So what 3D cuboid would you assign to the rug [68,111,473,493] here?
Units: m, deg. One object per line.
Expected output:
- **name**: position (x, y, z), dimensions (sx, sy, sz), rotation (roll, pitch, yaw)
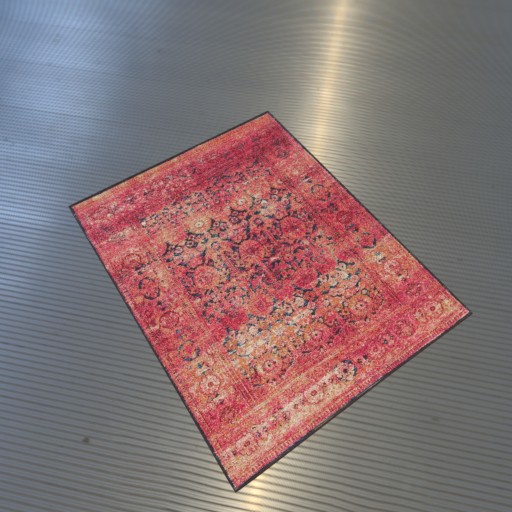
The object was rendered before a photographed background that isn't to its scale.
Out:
- **rug**: position (0.000, 0.000, 4.068), dimensions (2.411, 0.020, 3.032), rotation (-30, 64, -17)
